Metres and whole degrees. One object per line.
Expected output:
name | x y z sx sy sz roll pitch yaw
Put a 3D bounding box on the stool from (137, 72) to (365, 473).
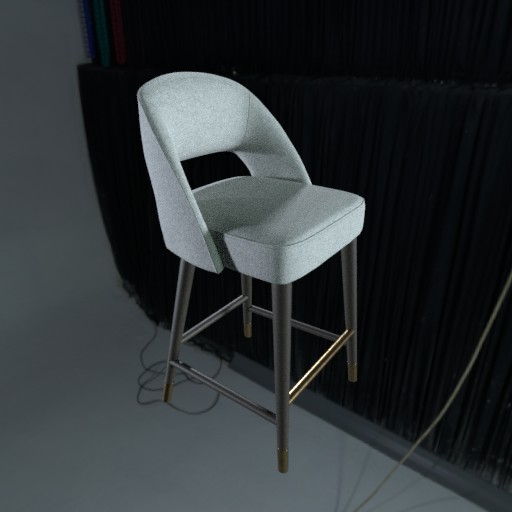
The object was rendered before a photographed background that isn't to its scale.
stool | 0.000 0.000 1.242 0.509 0.940 0.494 17 30 32
